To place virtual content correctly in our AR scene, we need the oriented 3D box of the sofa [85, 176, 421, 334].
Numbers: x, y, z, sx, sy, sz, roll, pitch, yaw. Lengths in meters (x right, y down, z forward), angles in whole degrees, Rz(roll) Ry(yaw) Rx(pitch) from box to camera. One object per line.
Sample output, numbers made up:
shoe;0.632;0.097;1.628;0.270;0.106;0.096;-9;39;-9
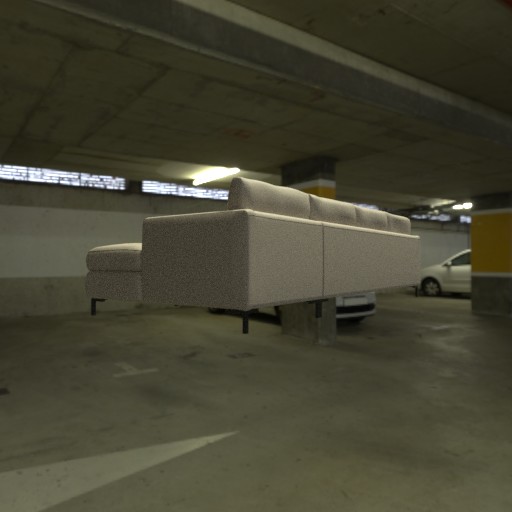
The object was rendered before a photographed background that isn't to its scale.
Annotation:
sofa;0.000;0.000;3.636;1.879;0.756;2.737;-1;-1;36
